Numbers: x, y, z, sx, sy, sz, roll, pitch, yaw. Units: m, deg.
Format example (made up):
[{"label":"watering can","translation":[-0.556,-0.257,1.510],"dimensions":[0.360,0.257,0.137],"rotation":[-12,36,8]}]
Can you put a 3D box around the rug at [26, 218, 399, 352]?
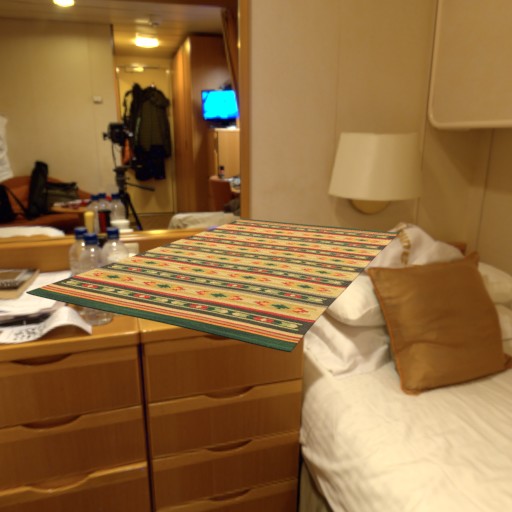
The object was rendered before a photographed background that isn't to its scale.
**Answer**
[{"label":"rug","translation":[0.000,0.000,3.083],"dimensions":[1.520,0.011,2.447],"rotation":[7,17,26]}]
